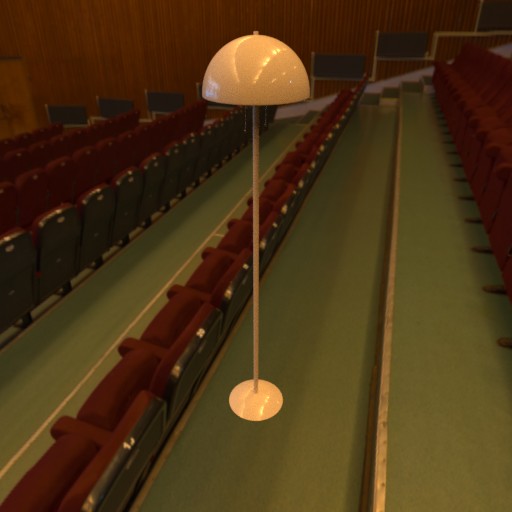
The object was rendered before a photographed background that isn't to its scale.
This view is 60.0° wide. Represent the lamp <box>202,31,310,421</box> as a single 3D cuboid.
[{"bbox_3d":[0.000,0.000,1.636,0.328,1.480,0.328,8,30,14],"label":"lamp"}]
